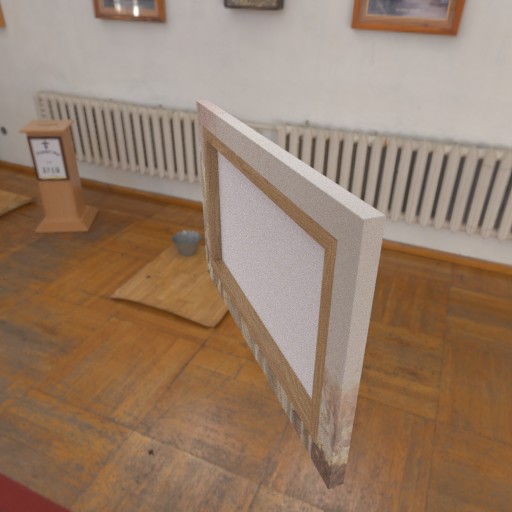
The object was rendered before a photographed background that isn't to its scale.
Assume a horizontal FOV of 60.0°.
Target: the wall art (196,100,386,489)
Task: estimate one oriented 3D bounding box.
[{"bbox_3d":[0.000,0.000,1.134,0.040,0.608,0.916,-11,31,-18],"label":"wall art"}]
